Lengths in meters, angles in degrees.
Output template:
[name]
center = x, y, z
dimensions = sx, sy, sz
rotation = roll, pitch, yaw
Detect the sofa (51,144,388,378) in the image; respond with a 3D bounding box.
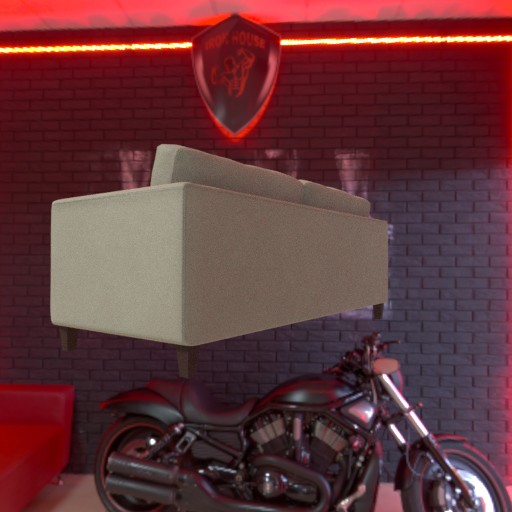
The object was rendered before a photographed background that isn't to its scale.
[sofa]
center = 0.000, 0.000, 2.752
dimensions = 0.948, 0.932, 2.181
rotation = 0, 0, 36
